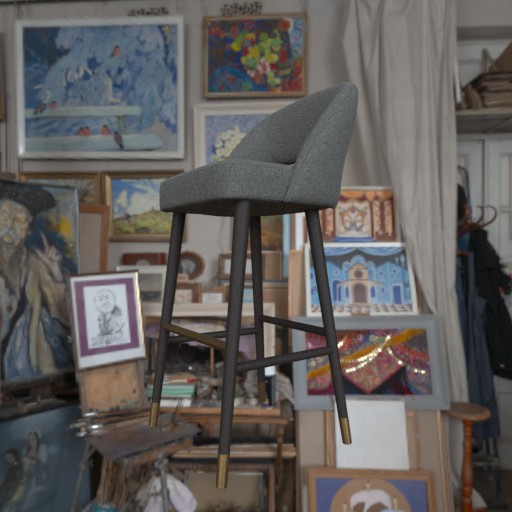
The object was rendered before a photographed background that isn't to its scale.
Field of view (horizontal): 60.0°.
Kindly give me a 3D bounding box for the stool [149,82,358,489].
[{"bbox_3d":[0.000,0.000,1.367,0.524,1.089,0.536,0,1,-34],"label":"stool"}]
